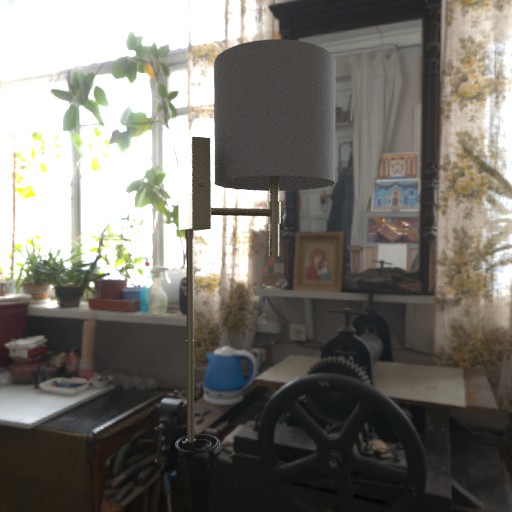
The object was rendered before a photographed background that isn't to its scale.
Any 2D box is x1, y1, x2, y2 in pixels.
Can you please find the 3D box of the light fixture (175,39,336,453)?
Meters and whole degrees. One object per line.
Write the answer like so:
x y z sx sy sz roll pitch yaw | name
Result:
0.000 0.000 0.691 0.248 0.589 0.188 -1 2 -18 | light fixture
